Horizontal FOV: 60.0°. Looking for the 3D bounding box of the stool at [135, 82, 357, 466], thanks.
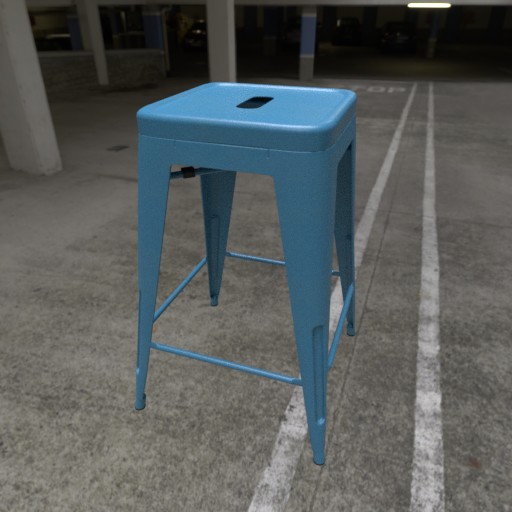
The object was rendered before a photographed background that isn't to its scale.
[{"bbox_3d":[0.000,0.000,0.896,0.410,0.608,0.410,10,32,17],"label":"stool"}]
